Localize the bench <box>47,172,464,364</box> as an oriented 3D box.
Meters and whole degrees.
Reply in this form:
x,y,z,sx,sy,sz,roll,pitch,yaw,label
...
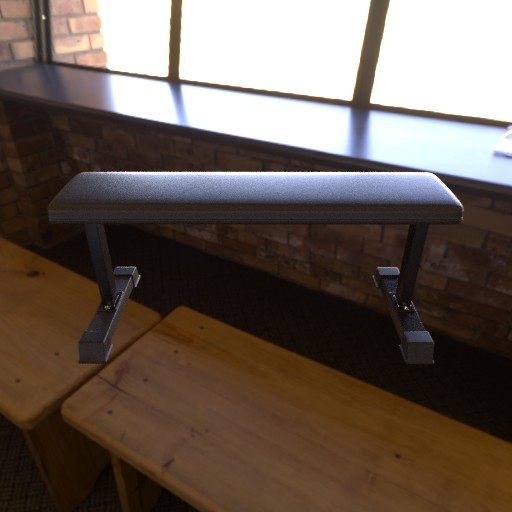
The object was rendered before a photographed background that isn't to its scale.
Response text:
x,y,z,sx,sy,sz,roll,pitch,yaw,label
0.000,0.000,1.328,1.072,0.453,0.439,0,32,0,bench
